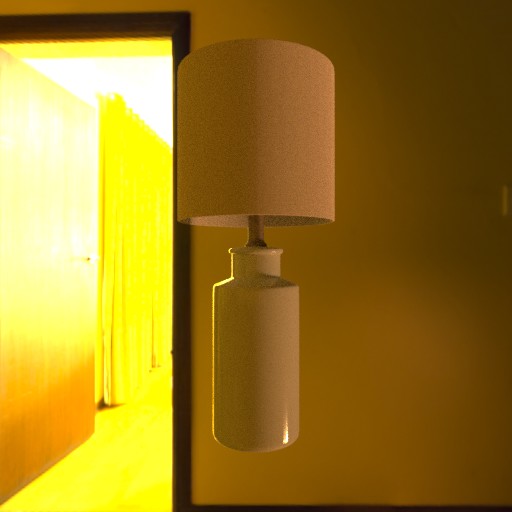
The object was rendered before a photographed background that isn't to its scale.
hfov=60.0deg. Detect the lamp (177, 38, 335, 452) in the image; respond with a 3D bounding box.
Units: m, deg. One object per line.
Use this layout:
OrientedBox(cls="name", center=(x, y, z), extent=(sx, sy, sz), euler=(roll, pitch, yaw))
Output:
OrientedBox(cls="lamp", center=(0.000, 0.000, 0.607), extent=(0.212, 0.493, 0.212), euler=(0, 0, -19))
